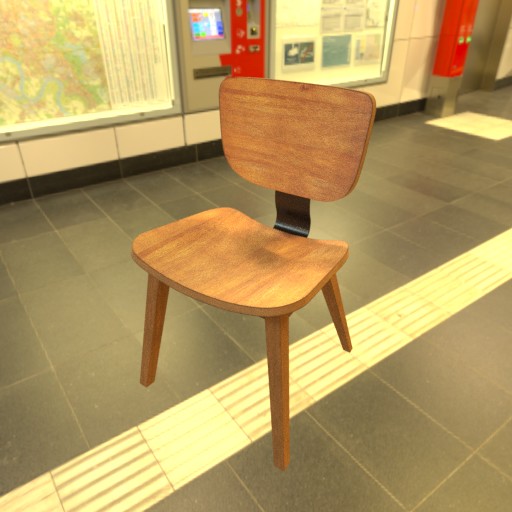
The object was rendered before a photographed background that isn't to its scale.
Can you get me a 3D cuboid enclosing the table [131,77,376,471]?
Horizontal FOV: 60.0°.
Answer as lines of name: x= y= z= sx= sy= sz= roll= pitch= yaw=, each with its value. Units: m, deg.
table: x=0.000 y=0.000 z=1.158 sx=0.499 sy=0.805 sz=0.500 roll=19 pitch=36 yaw=29
